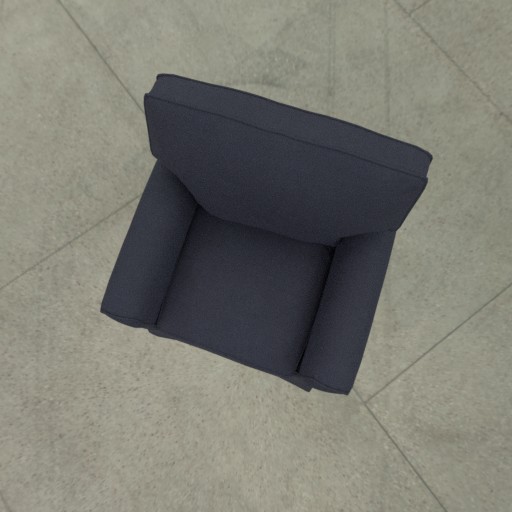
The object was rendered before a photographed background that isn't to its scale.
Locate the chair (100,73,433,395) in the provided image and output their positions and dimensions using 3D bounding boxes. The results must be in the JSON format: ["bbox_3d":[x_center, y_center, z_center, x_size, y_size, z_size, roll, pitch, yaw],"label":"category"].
[{"bbox_3d":[0.000,0.000,1.962,1.119,1.140,1.002,18,78,4],"label":"chair"}]
